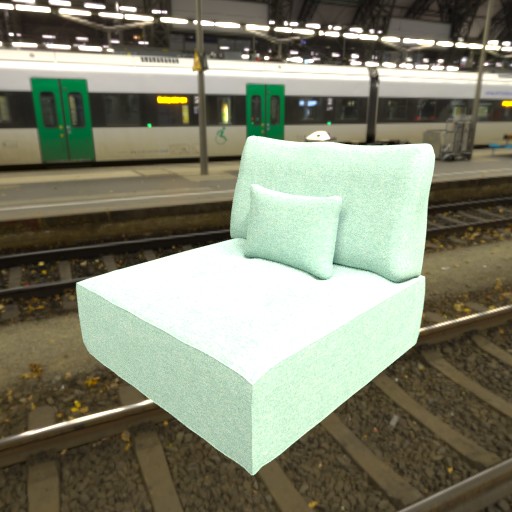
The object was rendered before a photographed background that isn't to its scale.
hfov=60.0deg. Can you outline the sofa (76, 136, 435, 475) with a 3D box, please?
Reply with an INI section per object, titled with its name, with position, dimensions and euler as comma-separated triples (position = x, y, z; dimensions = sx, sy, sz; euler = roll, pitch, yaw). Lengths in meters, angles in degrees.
[sofa]
position = 0.000, 0.000, 1.675
dimensions = 0.930, 0.820, 1.000
euler = 16, 24, 41
